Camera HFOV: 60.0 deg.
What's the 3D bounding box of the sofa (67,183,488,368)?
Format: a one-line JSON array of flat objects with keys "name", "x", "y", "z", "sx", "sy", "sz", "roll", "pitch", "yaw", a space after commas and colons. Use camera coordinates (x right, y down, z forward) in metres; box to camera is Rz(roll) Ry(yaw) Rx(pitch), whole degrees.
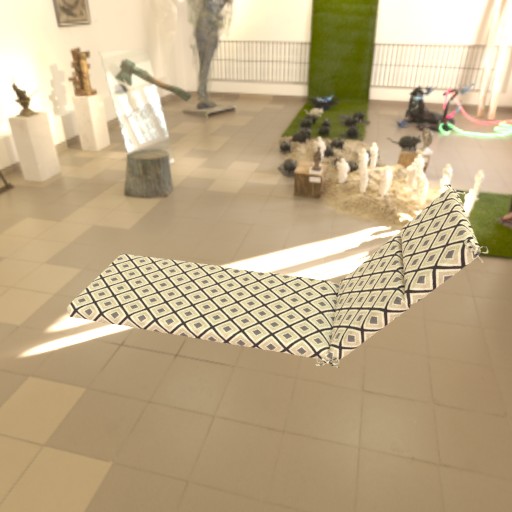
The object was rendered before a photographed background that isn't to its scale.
[{"name": "sofa", "x": 0.000, "y": 0.000, "z": 1.935, "sx": 1.663, "sy": 0.622, "sz": 0.582, "roll": 7, "pitch": 31, "yaw": 12}]
